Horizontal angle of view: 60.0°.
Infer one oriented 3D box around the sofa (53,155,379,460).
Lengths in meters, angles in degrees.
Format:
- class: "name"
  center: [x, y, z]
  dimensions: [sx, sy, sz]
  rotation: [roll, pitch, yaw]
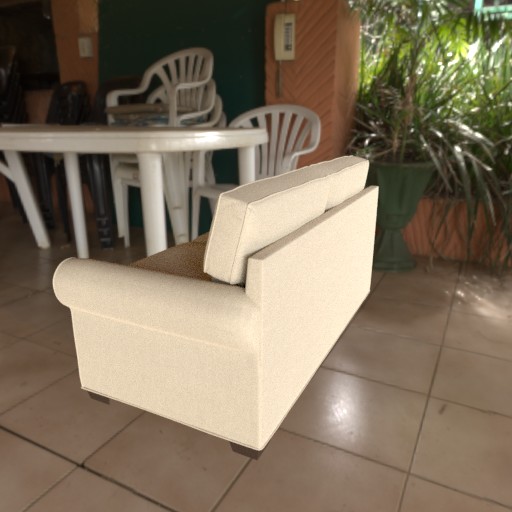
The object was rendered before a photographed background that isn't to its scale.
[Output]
- class: "sofa"
  center: [0.000, 0.000, 2.257]
  dimensions: [0.861, 0.933, 1.774]
  rotation: [9, 19, 25]
